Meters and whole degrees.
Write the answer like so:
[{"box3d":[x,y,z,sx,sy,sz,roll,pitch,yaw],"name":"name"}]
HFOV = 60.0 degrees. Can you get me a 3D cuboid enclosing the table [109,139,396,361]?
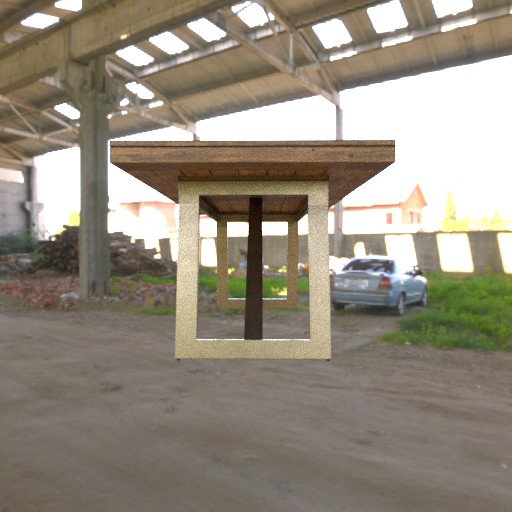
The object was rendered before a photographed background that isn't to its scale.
[{"box3d":[0.000,0.000,2.374,0.931,0.757,1.867,0,0,1],"name":"table"}]
